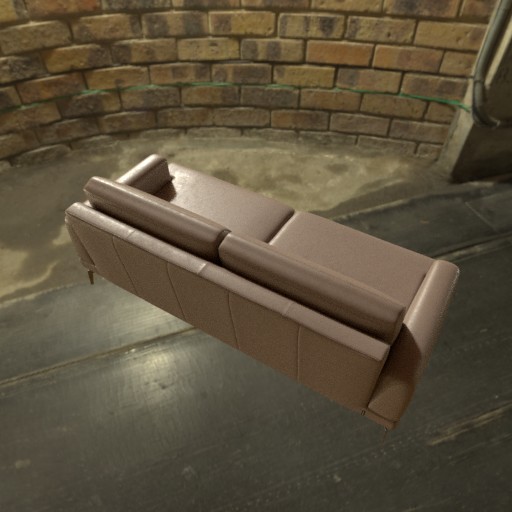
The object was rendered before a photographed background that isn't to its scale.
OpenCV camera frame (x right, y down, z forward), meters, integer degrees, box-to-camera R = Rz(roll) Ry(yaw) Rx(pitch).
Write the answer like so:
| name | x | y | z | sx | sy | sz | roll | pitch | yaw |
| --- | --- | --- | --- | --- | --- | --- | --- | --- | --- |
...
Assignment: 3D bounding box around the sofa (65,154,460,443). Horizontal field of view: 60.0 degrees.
| name | x | y | z | sx | sy | sz | roll | pitch | yaw |
| --- | --- | --- | --- | --- | --- | --- | --- | --- | --- |
| sofa | 0.000 | 0.000 | 2.369 | 1.940 | 0.765 | 0.974 | 23 | 50 | 21 |
